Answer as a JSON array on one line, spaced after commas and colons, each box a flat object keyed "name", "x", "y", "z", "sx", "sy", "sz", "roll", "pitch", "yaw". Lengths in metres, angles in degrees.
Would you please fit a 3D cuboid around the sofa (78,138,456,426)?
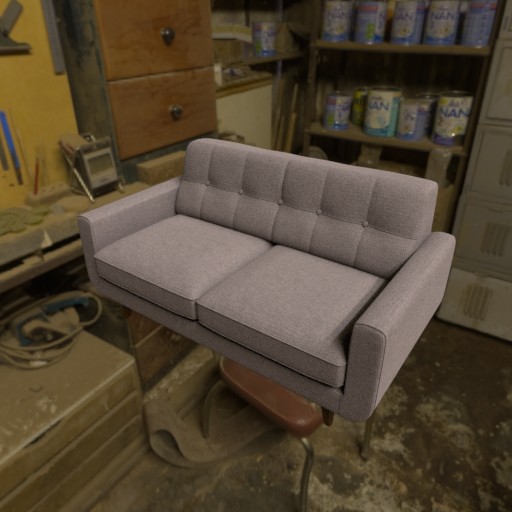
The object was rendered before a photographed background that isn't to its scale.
[{"name": "sofa", "x": 0.000, "y": 0.000, "z": 2.194, "sx": 1.631, "sy": 0.841, "sz": 0.909, "roll": 19, "pitch": 34, "yaw": 31}]
